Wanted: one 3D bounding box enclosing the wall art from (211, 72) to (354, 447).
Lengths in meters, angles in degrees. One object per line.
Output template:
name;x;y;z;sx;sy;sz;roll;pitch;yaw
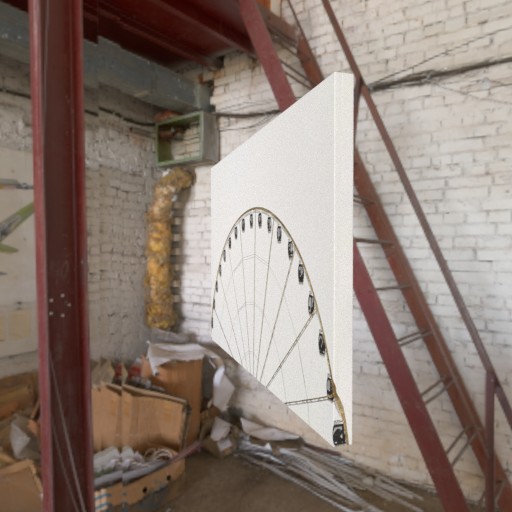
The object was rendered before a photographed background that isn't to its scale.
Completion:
wall art;0.000;0.000;1.140;0.038;0.601;0.898;0;1;-18
